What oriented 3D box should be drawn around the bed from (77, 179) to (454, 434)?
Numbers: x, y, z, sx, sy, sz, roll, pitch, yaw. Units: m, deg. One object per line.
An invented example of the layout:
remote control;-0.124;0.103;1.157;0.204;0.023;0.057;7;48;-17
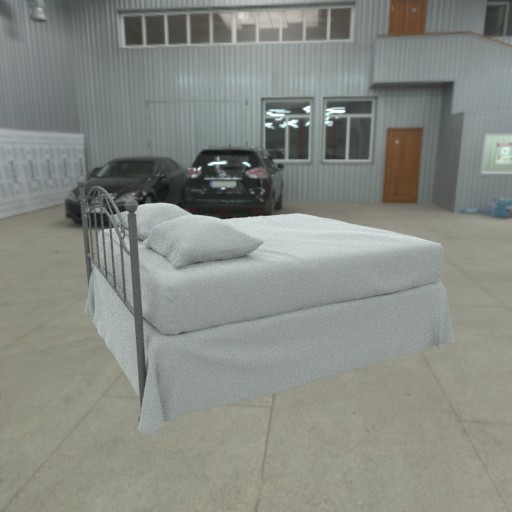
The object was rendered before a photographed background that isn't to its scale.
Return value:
bed;0.000;0.000;3.229;2.215;1.080;1.936;-7;15;-28
